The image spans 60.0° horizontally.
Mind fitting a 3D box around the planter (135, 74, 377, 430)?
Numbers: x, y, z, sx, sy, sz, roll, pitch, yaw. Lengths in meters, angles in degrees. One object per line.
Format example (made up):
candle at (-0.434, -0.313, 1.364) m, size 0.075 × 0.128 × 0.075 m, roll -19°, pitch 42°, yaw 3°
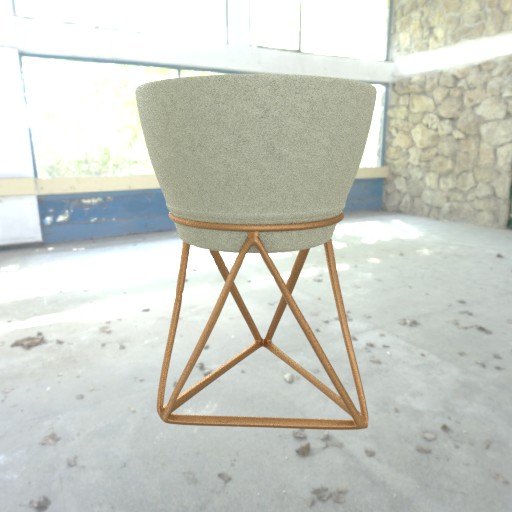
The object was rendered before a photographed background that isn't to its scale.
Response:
planter at (0.000, 0.000, 0.722) m, size 0.350 × 0.504 × 0.350 m, roll -7°, pitch 16°, yaw -27°
